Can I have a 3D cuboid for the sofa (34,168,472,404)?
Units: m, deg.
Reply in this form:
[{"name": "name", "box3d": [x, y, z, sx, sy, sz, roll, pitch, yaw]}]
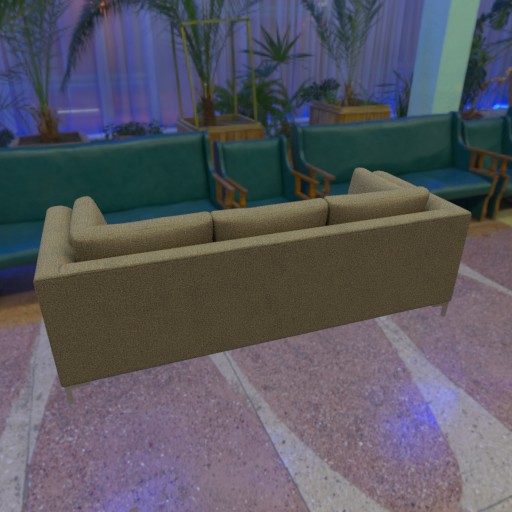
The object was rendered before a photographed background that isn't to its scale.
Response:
[{"name": "sofa", "box3d": [0.000, 0.000, 2.845, 2.415, 0.867, 0.969, -9, 28, -17]}]
